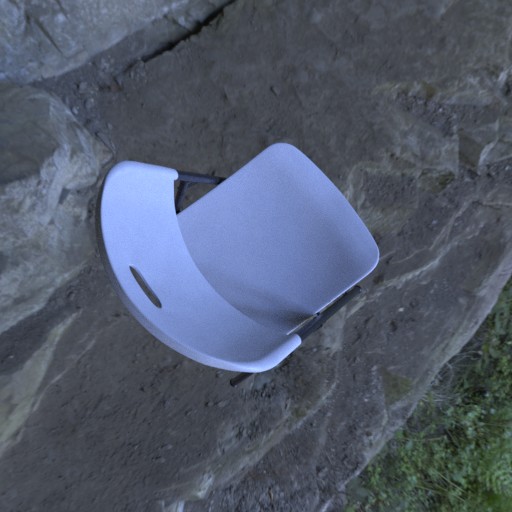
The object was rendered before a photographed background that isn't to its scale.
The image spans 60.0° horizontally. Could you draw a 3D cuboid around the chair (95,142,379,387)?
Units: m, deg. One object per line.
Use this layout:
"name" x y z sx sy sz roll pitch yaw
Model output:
"chair" 0.000 0.000 1.167 0.566 0.810 0.494 -35 79 -8
